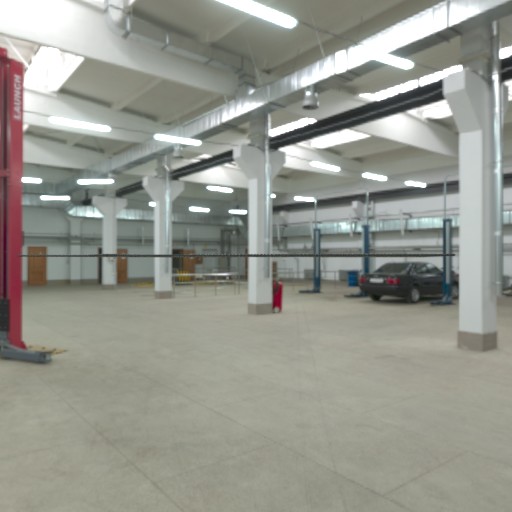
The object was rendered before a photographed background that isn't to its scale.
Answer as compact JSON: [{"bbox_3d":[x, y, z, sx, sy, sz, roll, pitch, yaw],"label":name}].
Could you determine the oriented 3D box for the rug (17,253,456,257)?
[{"bbox_3d":[0.000,0.000,4.077,3.068,0.021,2.456,0,0,17],"label":"rug"}]
